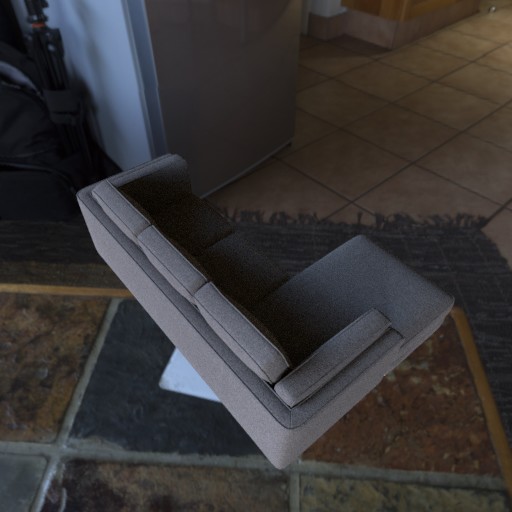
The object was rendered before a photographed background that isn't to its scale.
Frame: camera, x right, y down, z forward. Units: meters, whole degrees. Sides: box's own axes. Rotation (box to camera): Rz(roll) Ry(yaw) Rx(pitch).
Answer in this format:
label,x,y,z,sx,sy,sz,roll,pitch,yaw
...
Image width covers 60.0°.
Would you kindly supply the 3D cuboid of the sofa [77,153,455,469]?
label,x,y,z,sx,sy,sz,roll,pitch,yaw
sofa,0.000,0.000,3.238,1.604,0.929,2.411,-31,53,-27
